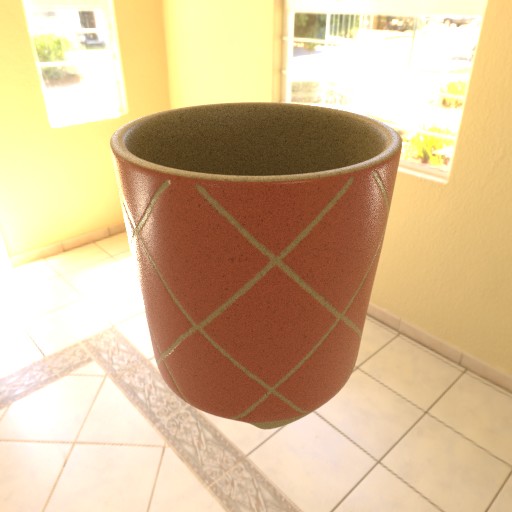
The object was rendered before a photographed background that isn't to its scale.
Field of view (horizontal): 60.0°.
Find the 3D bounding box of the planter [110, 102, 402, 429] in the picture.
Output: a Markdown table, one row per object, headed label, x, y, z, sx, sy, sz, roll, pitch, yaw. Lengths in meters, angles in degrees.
| label | x | y | z | sx | sy | sz | roll | pitch | yaw |
| --- | --- | --- | --- | --- | --- | --- | --- | --- | --- |
| planter | 0.000 | 0.000 | 0.415 | 0.227 | 0.235 | 0.227 | 0 | 30 | 0 |
